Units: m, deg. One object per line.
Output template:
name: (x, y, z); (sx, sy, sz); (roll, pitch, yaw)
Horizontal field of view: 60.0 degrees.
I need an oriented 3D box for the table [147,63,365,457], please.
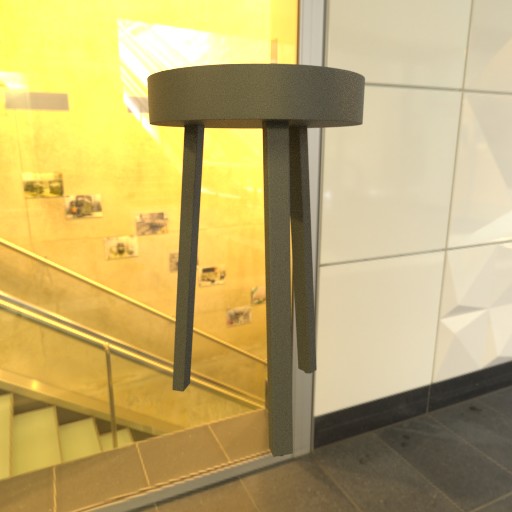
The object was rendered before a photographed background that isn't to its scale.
table: (0.000, 0.000, 0.932); (0.406, 0.686, 0.406); (-13, 19, -43)
